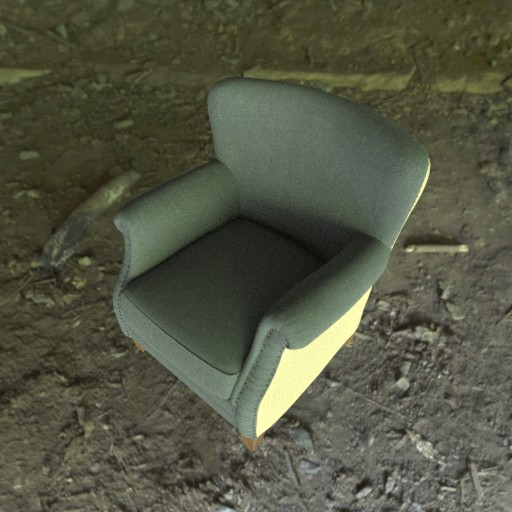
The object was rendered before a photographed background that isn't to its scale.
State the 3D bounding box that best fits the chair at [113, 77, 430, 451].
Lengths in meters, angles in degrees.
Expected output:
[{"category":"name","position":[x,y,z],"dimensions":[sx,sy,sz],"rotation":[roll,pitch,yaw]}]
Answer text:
[{"category":"chair","position":[0.000,0.000,1.620],"dimensions":[0.861,0.936,0.921],"rotation":[31,53,27]}]
